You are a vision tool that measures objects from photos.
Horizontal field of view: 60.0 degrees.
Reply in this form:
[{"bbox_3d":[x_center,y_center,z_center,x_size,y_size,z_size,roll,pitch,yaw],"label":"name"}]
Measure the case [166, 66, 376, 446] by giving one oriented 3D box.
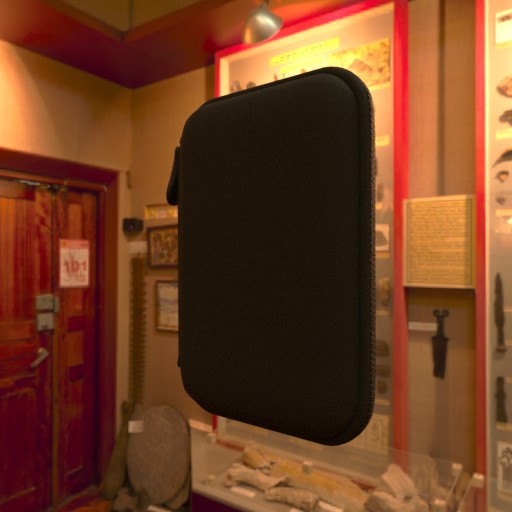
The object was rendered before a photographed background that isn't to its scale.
[{"bbox_3d":[0.000,0.000,0.194,0.107,0.147,0.030,0,0,36],"label":"case"}]
